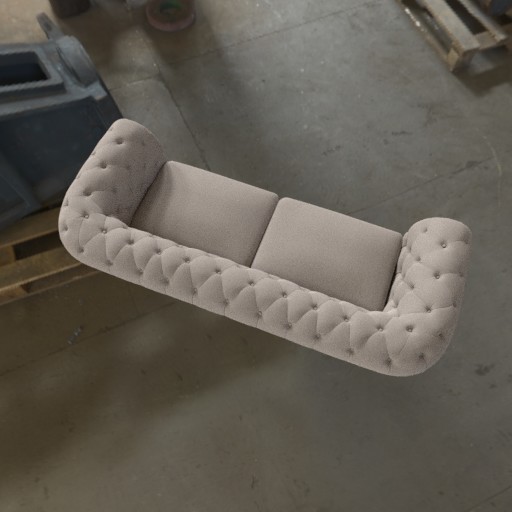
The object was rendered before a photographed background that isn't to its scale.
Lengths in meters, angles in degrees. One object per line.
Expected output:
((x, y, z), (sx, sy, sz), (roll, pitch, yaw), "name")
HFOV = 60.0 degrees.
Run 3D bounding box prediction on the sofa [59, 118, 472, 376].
((0.000, 0.000, 2.840), (2.411, 0.749, 0.991), (19, 67, 9), "sofa")
